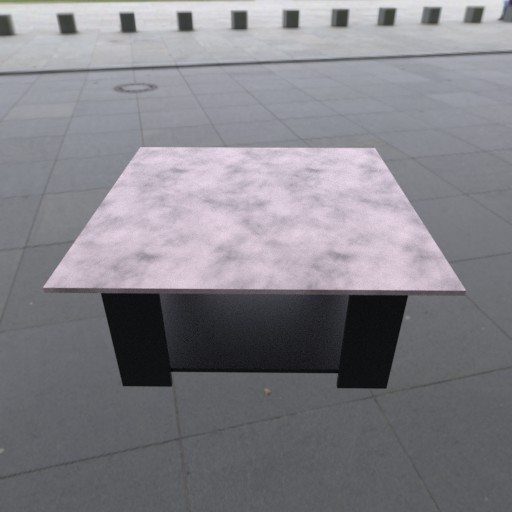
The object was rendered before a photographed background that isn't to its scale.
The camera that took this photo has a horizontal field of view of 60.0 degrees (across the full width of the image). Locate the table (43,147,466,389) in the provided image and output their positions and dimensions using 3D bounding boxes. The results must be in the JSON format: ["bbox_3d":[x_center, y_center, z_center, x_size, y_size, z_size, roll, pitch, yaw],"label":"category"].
[{"bbox_3d":[0.000,0.000,1.064,0.670,0.305,0.670,0,33,1],"label":"table"}]
